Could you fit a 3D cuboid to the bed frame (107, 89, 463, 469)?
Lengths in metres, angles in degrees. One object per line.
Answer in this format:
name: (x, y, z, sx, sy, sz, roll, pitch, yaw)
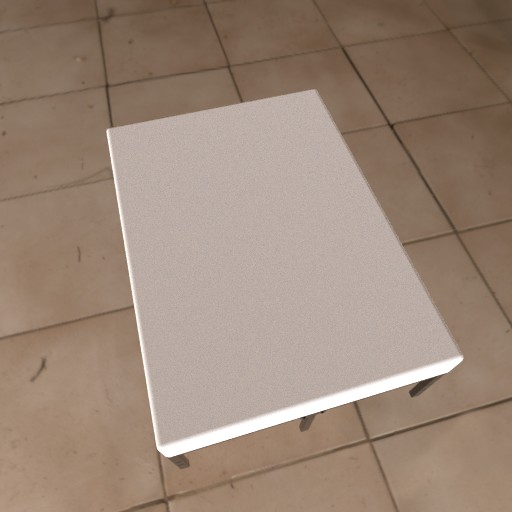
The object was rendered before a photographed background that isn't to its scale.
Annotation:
bed frame: (0.000, 0.000, 2.658, 1.408, 0.659, 1.956, -14, 59, -8)
